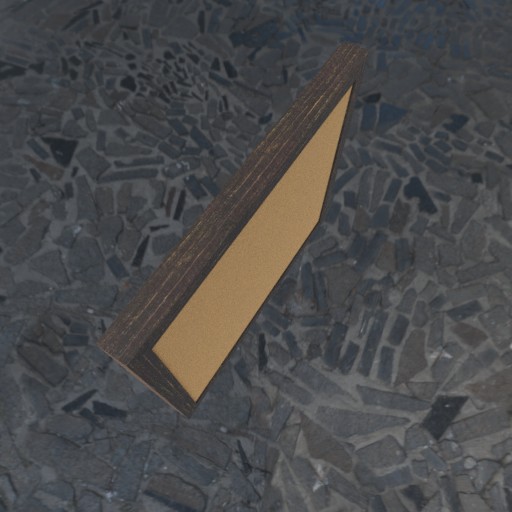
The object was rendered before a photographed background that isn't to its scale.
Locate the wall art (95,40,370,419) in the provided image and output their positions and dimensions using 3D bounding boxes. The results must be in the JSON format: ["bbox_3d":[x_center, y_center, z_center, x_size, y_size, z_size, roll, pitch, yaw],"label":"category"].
[{"bbox_3d":[0.000,0.000,0.533,0.031,0.330,0.381,30,67,14],"label":"wall art"}]
